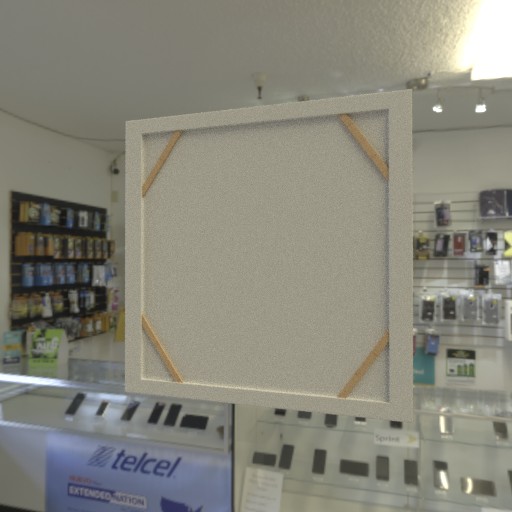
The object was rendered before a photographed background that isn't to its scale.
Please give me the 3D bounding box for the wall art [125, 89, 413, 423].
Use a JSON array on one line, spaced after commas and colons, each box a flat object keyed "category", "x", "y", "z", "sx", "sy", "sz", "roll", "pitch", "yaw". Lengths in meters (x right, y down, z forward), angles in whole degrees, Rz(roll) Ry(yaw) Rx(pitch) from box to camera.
[{"category": "wall art", "x": 0.000, "y": 0.000, "z": 1.640, "sx": 1.092, "sy": 1.091, "sz": 0.051, "roll": 0, "pitch": -1, "yaw": 18}]
